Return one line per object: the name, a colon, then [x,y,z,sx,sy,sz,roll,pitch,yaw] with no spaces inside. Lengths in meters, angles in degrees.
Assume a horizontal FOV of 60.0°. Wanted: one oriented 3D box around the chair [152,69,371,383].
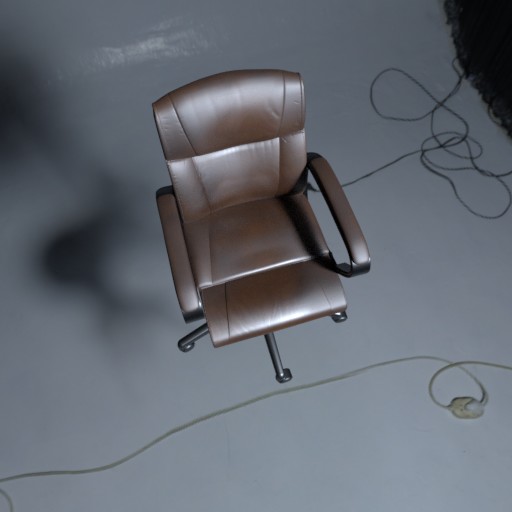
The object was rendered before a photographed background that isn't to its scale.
chair: [0.000,0.000,1.545,0.739,1.004,0.717,-14,64,-7]
